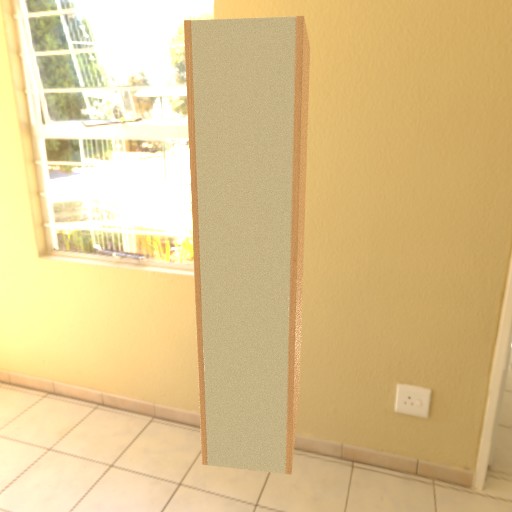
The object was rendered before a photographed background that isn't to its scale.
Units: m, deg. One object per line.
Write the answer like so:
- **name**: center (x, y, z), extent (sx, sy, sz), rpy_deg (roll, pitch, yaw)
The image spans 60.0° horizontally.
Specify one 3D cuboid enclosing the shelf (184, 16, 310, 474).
- **shelf**: center (0.000, 0.000, 0.973), extent (0.197, 0.882, 0.290), rpy_deg (2, 17, 8)
